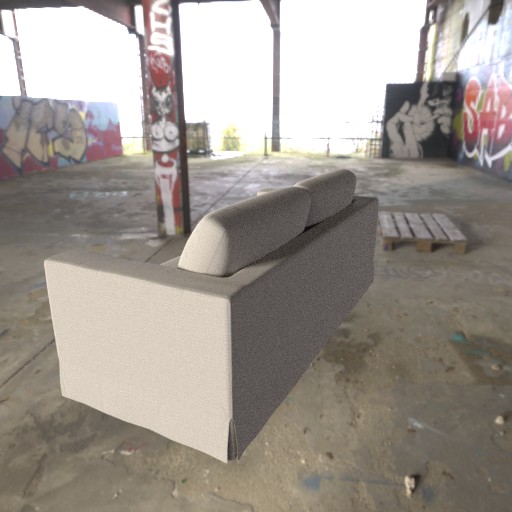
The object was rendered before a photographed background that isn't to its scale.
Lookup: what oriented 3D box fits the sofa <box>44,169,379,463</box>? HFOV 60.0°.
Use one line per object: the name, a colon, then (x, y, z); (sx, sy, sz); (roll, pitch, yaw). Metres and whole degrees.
sofa: (0.000, 0.000, 2.632); (0.954, 0.881, 2.163); (9, 20, 26)
